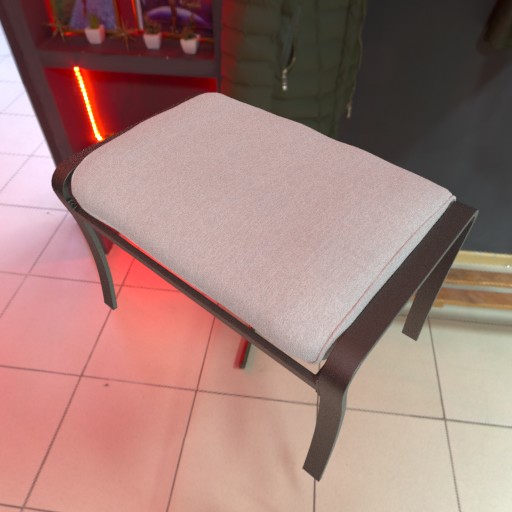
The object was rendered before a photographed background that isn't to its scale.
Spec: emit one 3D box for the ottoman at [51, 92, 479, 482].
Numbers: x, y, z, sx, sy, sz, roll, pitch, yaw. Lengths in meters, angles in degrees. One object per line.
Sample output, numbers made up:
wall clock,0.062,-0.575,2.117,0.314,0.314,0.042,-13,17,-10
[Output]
ottoman,0.000,0.000,0.856,0.610,0.422,0.406,31,54,26
